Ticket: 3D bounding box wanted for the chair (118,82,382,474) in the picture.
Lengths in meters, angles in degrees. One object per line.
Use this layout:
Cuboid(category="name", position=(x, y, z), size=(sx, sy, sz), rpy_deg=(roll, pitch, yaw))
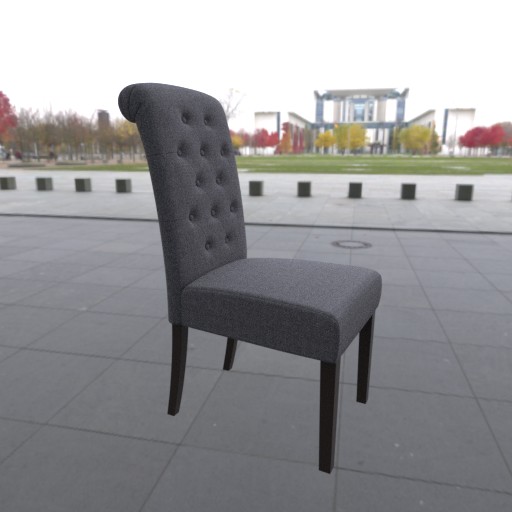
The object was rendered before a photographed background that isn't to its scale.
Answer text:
Cuboid(category="chair", position=(0.000, 0.000, 1.347), size=(0.671, 1.006, 0.456), rpy_deg=(7, 15, 27))
